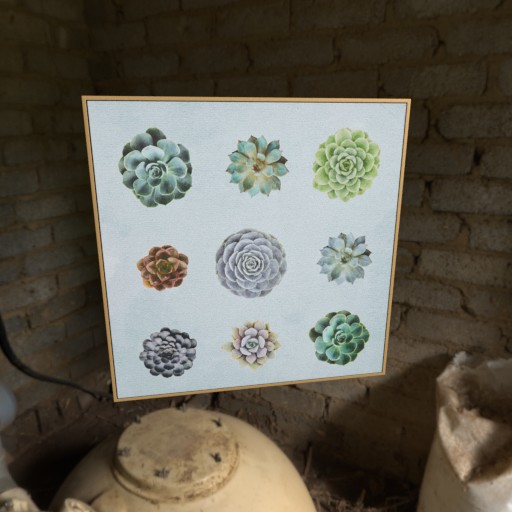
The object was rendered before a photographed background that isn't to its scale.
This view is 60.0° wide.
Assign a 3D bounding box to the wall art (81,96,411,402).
[{"bbox_3d":[0.000,0.000,0.973,0.657,0.655,0.014,-3,17,-10],"label":"wall art"}]
